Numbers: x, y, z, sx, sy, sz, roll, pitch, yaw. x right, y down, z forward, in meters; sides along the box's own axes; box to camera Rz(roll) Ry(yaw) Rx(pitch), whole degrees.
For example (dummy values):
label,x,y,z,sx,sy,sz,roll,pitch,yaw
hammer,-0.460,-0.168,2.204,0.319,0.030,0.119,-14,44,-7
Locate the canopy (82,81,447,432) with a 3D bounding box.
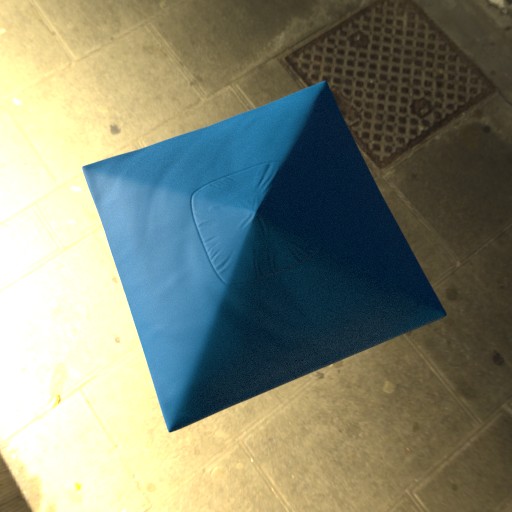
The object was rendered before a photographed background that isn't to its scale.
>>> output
label,x,y,z,sx,sy,sz,roll,pitch,yaw
canopy,0.000,0.000,5.402,2.996,2.997,2.998,-21,76,-6
